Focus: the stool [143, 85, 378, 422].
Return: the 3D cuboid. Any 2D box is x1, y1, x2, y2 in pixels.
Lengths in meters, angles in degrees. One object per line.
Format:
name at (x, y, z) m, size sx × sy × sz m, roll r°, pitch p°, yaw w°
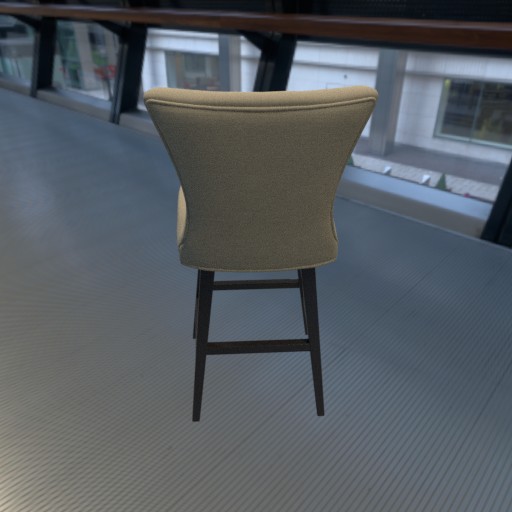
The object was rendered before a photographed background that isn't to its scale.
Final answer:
stool at (0.000, 0.000, 1.414) m, size 0.514 × 1.086 × 0.574 m, roll -2°, pitch 29°, yaw -3°
